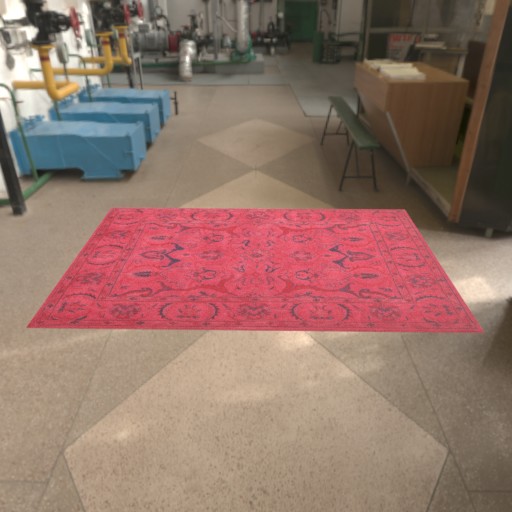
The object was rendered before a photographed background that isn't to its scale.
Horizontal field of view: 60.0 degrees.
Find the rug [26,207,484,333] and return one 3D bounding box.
[{"bbox_3d":[0.000,0.000,3.001,2.423,0.010,1.534,0,31,1],"label":"rug"}]
